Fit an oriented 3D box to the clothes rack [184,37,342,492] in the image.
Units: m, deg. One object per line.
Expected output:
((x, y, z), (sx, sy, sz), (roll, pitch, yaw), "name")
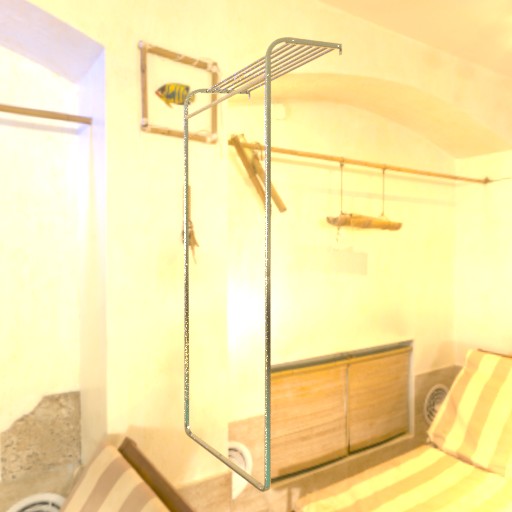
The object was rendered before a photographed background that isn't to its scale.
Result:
((0.000, 0.000, 1.797), (0.349, 1.574, 0.609), (-1, 1, -35), "clothes rack")
